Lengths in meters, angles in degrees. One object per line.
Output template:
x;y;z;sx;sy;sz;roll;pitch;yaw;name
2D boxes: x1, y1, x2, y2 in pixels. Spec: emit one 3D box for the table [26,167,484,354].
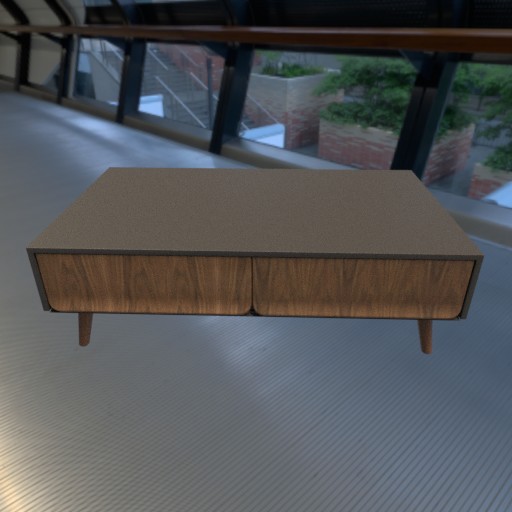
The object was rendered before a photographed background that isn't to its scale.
0.000;0.000;1.551;1.201;0.404;0.703;1;29;2;table
